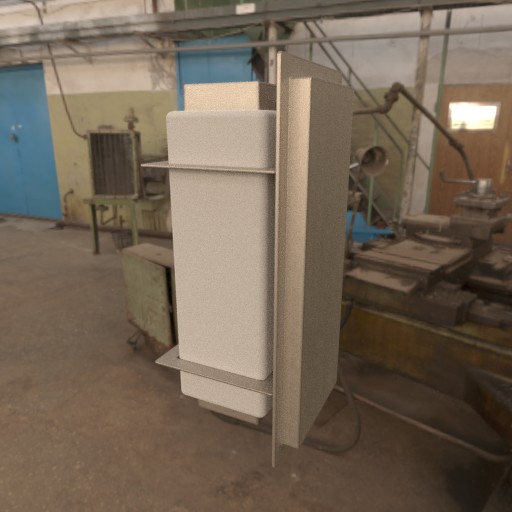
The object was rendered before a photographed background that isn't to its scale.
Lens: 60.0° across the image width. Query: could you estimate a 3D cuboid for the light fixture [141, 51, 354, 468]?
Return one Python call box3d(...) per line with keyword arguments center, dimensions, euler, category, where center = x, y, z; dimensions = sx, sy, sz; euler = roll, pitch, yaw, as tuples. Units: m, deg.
box3d(center=(0.000, 0.000, 0.482), dimensions=(0.160, 0.380, 0.168), euler=(8, 19, 25), category="light fixture")
